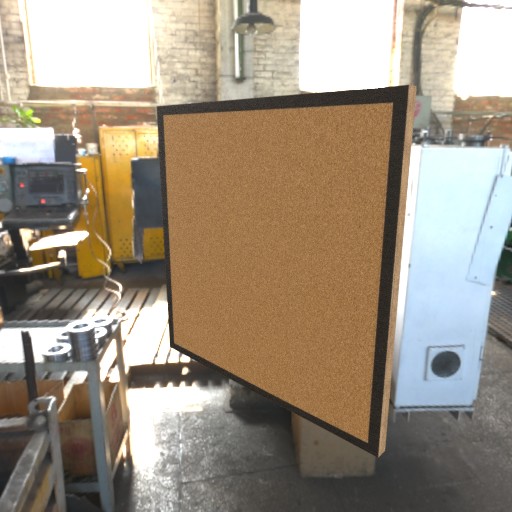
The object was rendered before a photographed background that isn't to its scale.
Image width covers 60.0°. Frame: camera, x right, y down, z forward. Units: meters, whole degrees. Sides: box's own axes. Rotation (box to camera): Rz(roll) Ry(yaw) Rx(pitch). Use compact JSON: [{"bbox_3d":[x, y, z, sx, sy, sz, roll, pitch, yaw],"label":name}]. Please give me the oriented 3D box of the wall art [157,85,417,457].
[{"bbox_3d":[0.000,0.000,1.029,0.695,0.691,0.029,14,20,42],"label":"wall art"}]
